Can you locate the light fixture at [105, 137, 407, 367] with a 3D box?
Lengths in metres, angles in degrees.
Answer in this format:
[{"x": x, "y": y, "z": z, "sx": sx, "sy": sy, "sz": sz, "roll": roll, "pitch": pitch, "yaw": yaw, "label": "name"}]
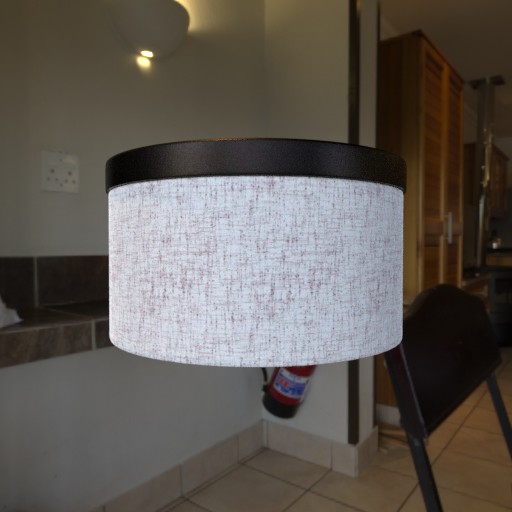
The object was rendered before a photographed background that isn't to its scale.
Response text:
[{"x": 0.000, "y": 0.000, "z": 0.607, "sx": 0.389, "sy": 0.229, "sz": 0.389, "roll": 0, "pitch": 1, "yaw": 0, "label": "light fixture"}]
